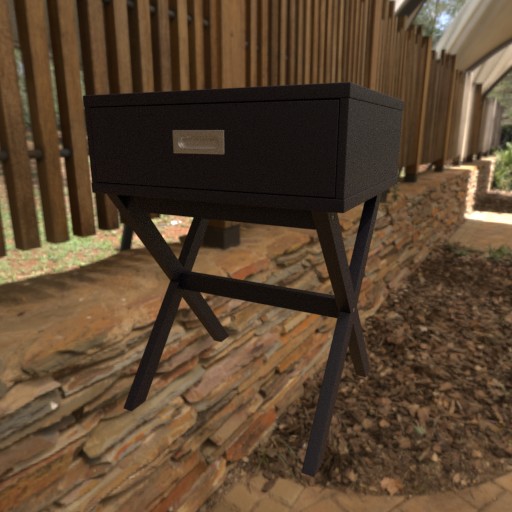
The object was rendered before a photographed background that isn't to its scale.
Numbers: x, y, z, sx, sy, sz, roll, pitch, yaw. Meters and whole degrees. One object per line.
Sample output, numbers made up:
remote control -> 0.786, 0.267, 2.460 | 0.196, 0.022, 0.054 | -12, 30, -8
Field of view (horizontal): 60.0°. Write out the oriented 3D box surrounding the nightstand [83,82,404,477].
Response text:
nightstand -> 0.000, 0.000, 0.928 | 0.479, 0.623, 0.402 | 8, 17, 26
